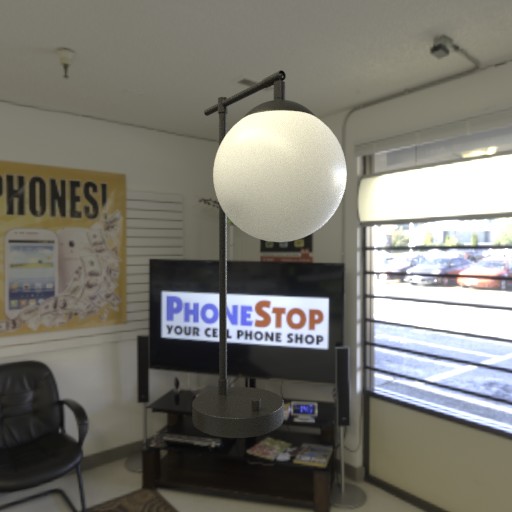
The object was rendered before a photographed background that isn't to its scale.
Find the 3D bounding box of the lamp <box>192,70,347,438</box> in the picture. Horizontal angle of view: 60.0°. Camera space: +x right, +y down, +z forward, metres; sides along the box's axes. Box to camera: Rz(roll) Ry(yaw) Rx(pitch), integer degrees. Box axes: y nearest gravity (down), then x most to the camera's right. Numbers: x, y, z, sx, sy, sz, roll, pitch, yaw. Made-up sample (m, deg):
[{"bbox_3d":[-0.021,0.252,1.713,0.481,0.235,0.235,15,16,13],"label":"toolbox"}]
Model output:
[{"bbox_3d":[0.000,0.000,0.713,0.197,0.559,0.316,-1,1,-36],"label":"lamp"}]
